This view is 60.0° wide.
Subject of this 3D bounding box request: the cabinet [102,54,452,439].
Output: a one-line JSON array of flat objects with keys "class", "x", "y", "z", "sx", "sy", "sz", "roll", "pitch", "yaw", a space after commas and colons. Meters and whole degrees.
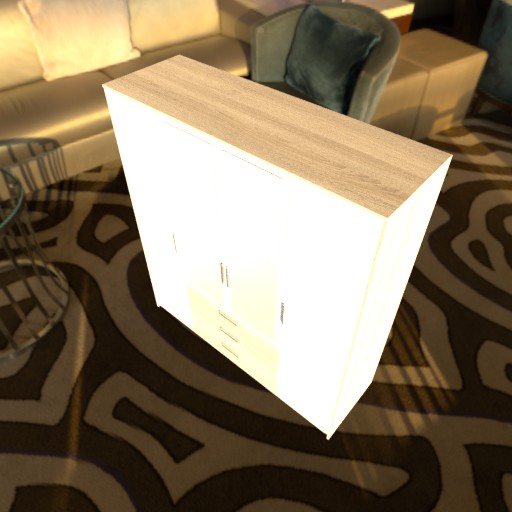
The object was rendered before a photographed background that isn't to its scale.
[{"class": "cabinet", "x": 0.000, "y": 0.000, "z": 3.043, "sx": 1.870, "sy": 2.060, "sz": 0.620, "roll": 31, "pitch": 53, "yaw": 28}]
